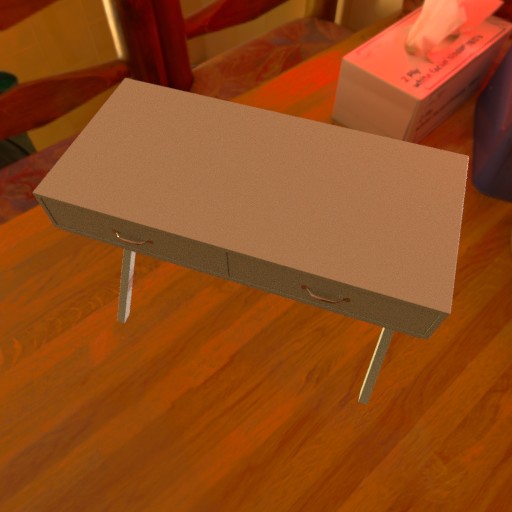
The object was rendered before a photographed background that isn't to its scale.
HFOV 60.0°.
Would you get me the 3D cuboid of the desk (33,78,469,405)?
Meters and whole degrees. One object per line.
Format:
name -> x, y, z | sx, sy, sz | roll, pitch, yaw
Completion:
desk -> 0.000, 0.000, 1.505 | 1.057, 0.780, 0.525 | 16, 59, 10
